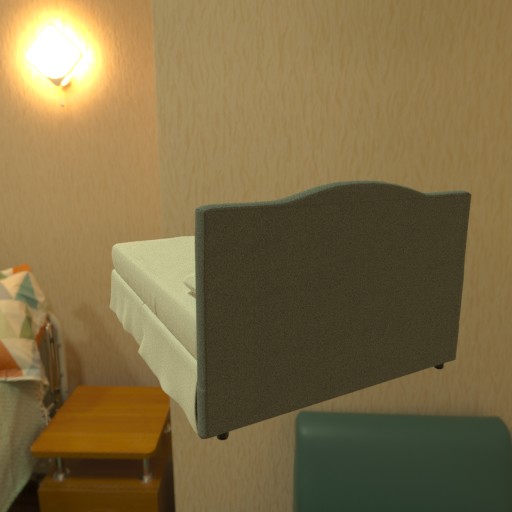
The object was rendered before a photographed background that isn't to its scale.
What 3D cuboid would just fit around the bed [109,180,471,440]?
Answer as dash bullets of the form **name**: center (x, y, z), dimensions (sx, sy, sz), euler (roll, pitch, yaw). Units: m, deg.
- **bed**: center (0.000, 0.000, 3.951), dimensions (2.161, 1.457, 2.689), euler (-7, 15, -28)
